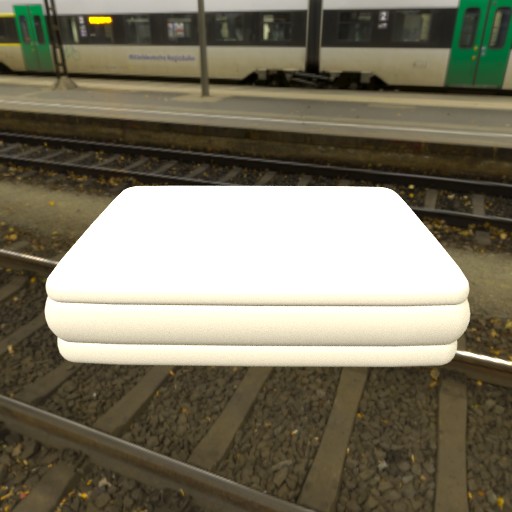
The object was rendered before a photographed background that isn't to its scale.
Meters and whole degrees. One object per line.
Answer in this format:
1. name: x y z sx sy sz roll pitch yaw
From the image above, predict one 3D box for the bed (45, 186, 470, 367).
1. bed: 0.000 0.000 2.663 2.036 0.460 1.520 0 27 1
